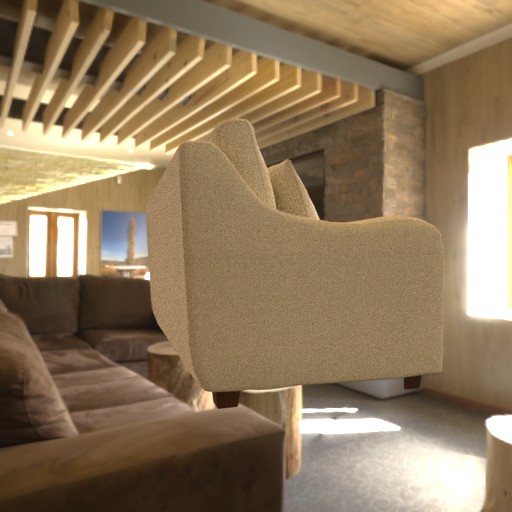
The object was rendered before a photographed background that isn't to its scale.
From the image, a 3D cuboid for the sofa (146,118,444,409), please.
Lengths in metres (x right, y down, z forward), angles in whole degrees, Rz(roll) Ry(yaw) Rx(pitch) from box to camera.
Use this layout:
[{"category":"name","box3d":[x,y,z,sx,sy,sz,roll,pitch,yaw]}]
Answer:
[{"category":"sofa","box3d":[0.000,0.000,2.351,1.040,1.047,1.744,0,-1,-18]}]
